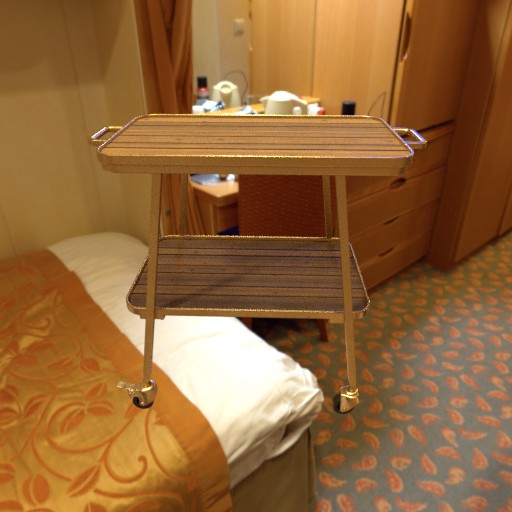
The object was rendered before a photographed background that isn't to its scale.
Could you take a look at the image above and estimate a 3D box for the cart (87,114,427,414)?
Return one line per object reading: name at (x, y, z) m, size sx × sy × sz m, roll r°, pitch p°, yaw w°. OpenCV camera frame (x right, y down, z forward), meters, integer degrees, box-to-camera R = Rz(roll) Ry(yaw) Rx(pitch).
cart at (0.000, 0.000, 1.264) m, size 0.806 × 0.700 × 0.524 m, roll 1°, pitch 29°, yaw 2°
